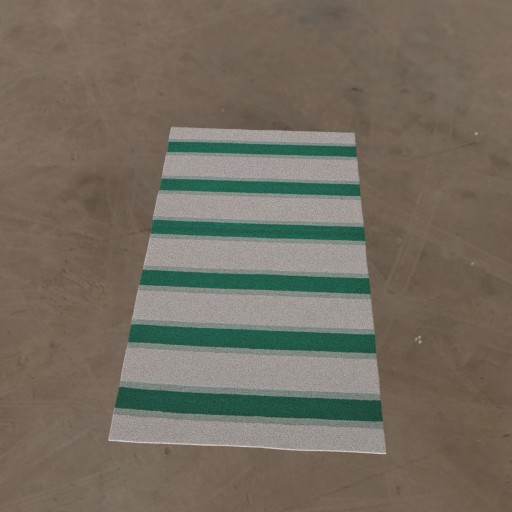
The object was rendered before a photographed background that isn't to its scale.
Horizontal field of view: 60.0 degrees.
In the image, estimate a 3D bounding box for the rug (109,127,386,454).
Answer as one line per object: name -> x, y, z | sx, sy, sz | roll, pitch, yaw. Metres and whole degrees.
rug -> 0.000, 0.000, 3.038 | 1.521, 0.015, 2.436 | 2, 59, 1
